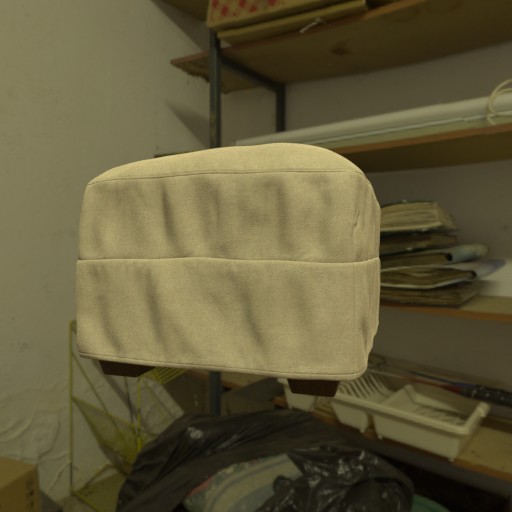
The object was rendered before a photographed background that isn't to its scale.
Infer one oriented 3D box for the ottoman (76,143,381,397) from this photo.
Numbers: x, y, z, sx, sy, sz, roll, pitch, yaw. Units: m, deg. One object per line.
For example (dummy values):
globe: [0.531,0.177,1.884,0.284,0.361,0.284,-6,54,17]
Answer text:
ottoman: [0.000,0.000,1.106,0.584,0.480,0.712,0,1,18]
